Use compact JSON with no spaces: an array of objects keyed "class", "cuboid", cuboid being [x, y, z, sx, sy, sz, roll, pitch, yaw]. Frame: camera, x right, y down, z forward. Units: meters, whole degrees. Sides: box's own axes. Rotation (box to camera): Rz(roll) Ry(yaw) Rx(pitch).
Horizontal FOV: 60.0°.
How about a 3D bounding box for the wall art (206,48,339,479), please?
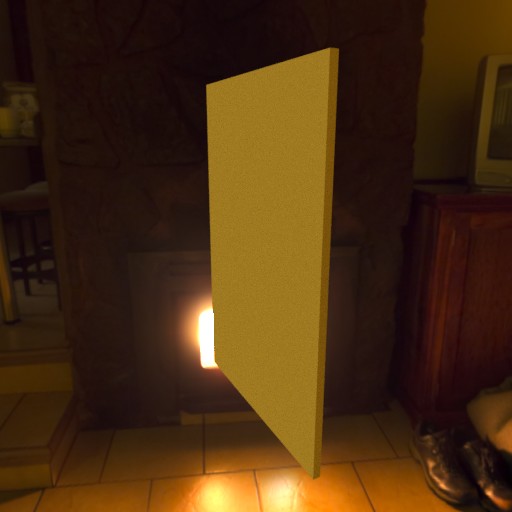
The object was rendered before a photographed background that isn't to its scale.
[{"class":"wall art","cuboid":[0.000,0.000,0.611,0.010,0.474,0.325,-7,16,-26]}]
